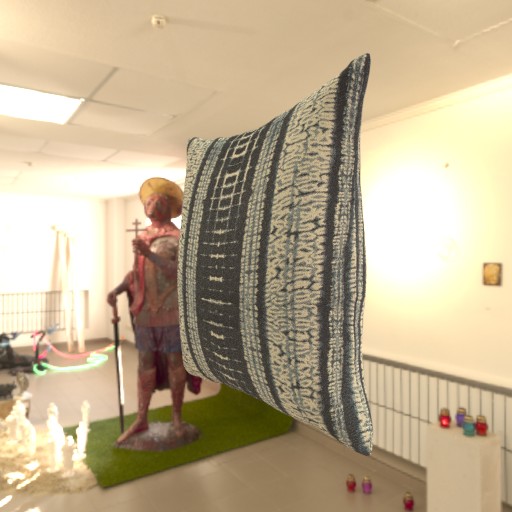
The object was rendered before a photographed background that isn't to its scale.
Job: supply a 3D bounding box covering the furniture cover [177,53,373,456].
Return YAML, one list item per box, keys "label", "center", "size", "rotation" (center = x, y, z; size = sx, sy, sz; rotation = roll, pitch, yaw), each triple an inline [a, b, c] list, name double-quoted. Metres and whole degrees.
- label: "furniture cover"
  center: [0.000, 0.000, 0.646]
  size: [0.133, 0.435, 0.425]
  rotation: [0, 0, -35]
